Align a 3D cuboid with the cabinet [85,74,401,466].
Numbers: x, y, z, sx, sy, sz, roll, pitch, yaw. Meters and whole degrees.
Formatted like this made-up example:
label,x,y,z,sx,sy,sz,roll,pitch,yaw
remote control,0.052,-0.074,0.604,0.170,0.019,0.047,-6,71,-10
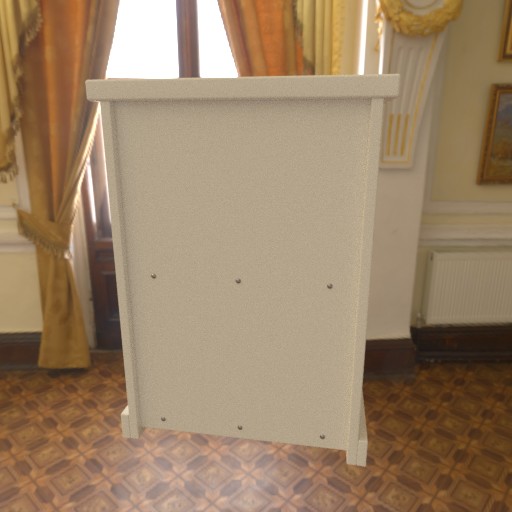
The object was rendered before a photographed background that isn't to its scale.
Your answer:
label,x,y,z,sx,sy,sz,roll,pitch,yaw
cabinet,0.000,0.000,1.017,0.520,0.723,0.431,3,16,9
